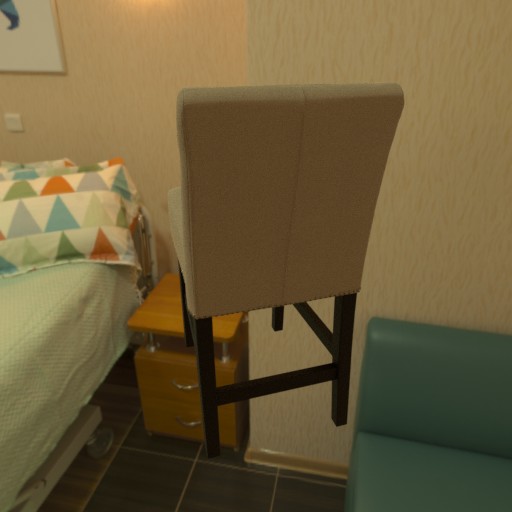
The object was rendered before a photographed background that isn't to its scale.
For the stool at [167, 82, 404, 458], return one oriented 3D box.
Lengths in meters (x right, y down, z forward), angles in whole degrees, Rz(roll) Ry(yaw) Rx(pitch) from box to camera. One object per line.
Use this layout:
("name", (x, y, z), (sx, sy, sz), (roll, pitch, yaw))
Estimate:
("stool", (0.000, 0.000, 1.172), (0.427, 0.885, 0.571), (-8, 26, -16))
